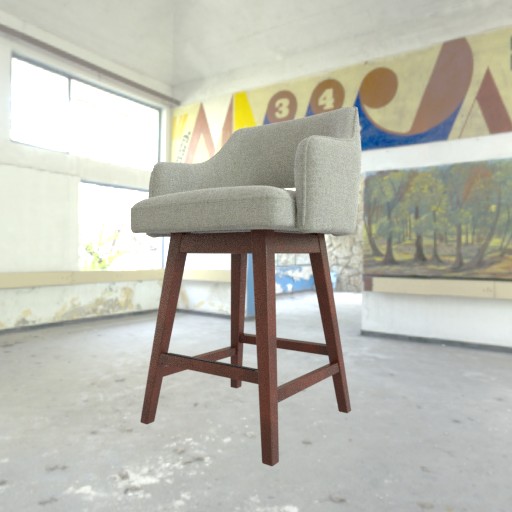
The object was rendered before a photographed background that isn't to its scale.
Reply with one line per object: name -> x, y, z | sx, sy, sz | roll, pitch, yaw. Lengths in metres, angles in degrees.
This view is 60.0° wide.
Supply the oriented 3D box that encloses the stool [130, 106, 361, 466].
stool -> 0.000, 0.000, 1.327 | 0.599, 0.944, 0.558 | 0, 0, 36
